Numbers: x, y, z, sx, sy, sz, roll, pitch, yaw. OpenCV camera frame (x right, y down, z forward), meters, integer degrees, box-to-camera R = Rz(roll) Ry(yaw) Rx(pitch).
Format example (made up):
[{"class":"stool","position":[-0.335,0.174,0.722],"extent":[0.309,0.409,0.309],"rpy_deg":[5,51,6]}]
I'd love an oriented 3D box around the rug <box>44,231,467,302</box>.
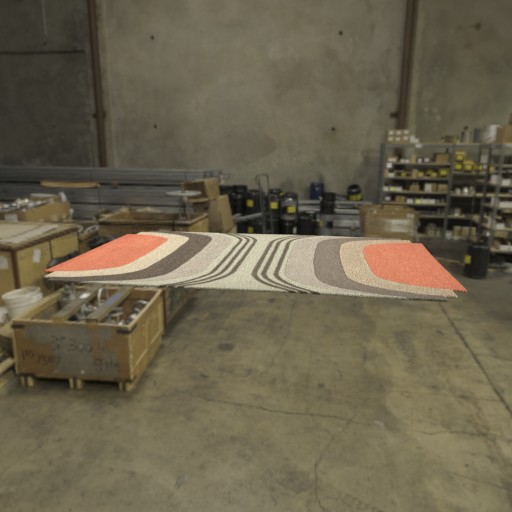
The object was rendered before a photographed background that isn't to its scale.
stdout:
[{"class":"rug","position":[0.000,0.000,3.087],"extent":[2.446,0.017,1.530],"rpy_deg":[2,14,9]}]
